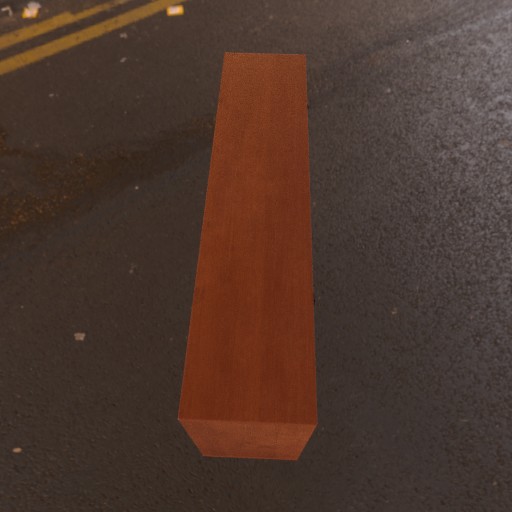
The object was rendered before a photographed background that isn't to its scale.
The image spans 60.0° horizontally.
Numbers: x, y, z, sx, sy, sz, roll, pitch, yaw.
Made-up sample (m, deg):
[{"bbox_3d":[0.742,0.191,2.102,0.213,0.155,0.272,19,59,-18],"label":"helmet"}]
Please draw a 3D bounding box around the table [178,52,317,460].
[{"bbox_3d":[0.000,0.000,1.507,0.308,0.698,1.220,2,58,1],"label":"table"}]
